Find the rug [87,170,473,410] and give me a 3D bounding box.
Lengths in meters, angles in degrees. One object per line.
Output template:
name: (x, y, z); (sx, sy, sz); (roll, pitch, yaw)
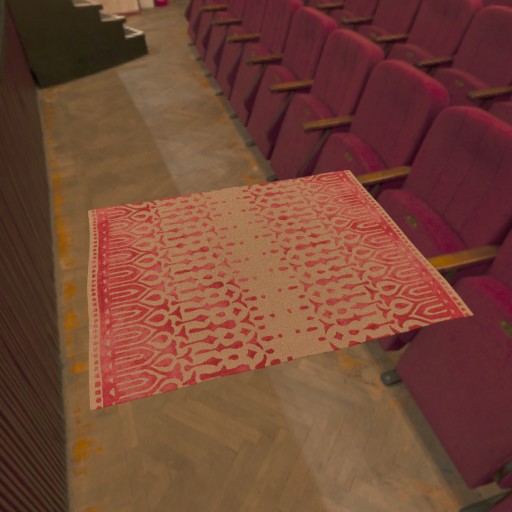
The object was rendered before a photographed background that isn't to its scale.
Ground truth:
rug: (0.000, 0.000, 4.226); (3.095, 0.016, 2.441); (-11, 43, -12)
